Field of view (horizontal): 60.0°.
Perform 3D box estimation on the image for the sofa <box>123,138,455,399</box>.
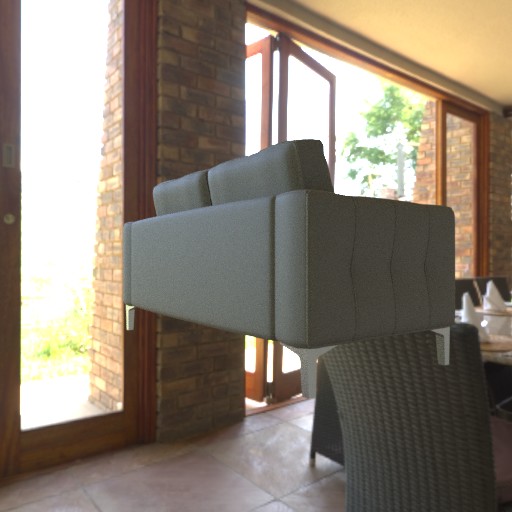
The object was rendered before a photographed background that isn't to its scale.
[{"bbox_3d":[0.000,0.000,2.263,0.833,0.893,1.726,0,0,-35],"label":"sofa"}]
